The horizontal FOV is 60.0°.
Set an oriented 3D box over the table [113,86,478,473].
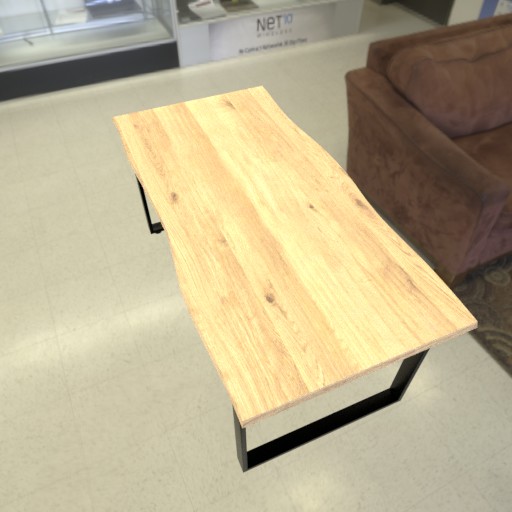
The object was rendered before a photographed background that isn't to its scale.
[{"bbox_3d":[0.000,0.000,2.213,0.900,0.780,1.800,-18,50,-15],"label":"table"}]
